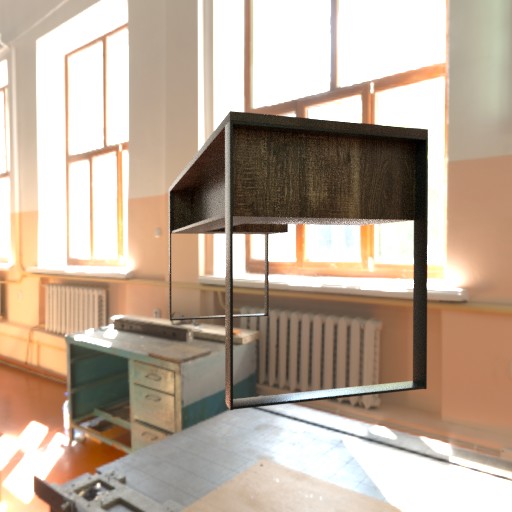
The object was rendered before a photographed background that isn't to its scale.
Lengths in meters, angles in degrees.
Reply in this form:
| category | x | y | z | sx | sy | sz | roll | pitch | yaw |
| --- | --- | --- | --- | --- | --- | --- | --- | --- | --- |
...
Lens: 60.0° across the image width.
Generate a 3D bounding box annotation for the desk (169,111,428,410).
| category | x | y | z | sx | sy | sz | roll | pitch | yaw |
| --- | --- | --- | --- | --- | --- | --- | --- | --- | --- |
| desk | 0.000 | 0.000 | 1.943 | 0.599 | 0.762 | 1.524 | 0 | 1 | -17 |
